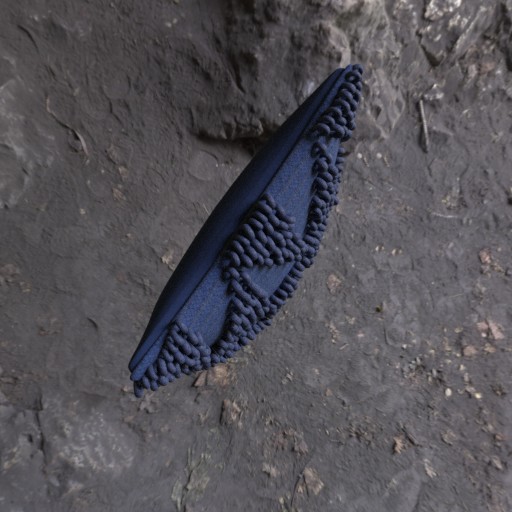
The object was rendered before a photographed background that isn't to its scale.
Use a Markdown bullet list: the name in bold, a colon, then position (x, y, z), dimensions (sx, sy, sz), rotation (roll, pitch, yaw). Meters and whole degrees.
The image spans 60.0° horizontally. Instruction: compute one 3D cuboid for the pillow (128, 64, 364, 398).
- **pillow**: position (0.000, 0.000, 0.719), dimensions (0.172, 0.466, 0.469), rotation (33, 80, 6)
